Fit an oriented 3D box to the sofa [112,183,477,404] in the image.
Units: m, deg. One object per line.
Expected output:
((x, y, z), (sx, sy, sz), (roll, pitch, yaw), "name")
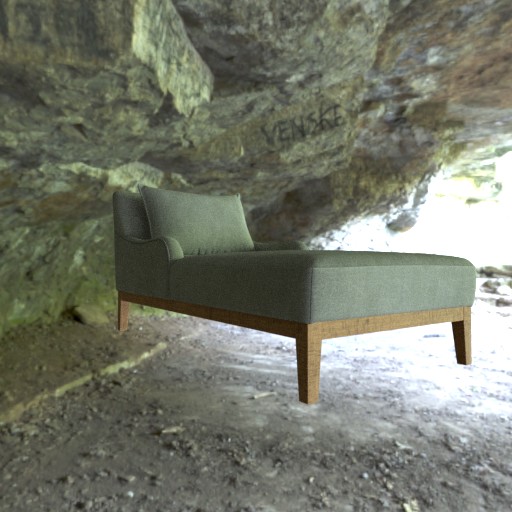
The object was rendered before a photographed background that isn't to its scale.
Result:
((0.000, 0.000, 2.198), (0.894, 0.859, 1.779), (0, -1, -35), "sofa")
